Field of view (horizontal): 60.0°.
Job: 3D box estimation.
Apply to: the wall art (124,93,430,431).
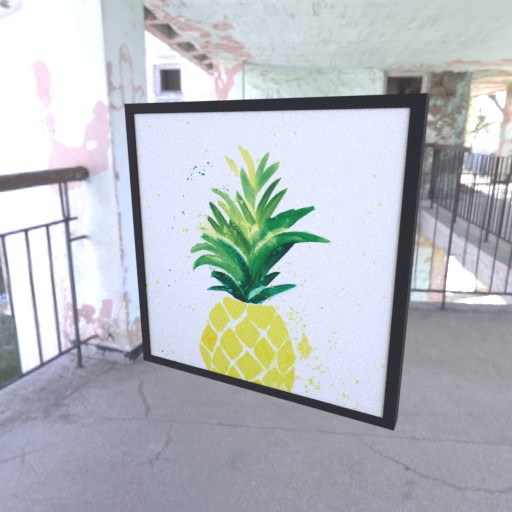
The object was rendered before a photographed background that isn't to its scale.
[{"bbox_3d":[0.000,0.000,0.762,0.508,0.507,0.033,8,17,25],"label":"wall art"}]
